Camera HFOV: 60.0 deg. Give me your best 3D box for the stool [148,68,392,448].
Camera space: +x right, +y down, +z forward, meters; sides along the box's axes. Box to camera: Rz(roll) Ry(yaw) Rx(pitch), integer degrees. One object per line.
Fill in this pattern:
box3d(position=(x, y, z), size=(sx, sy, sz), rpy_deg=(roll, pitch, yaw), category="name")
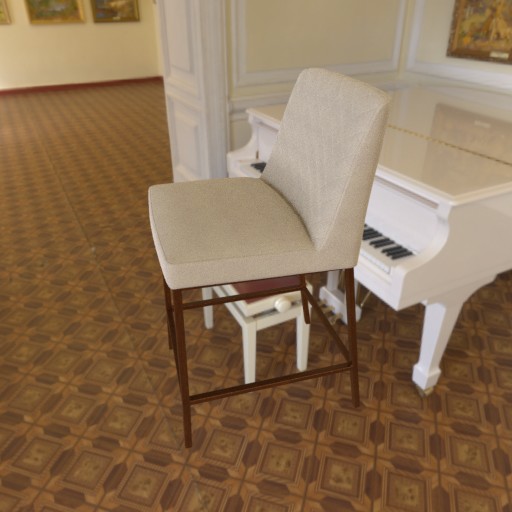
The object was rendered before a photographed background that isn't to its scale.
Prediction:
box3d(position=(0.000, 0.000, 1.310), size=(0.576, 0.973, 0.507), rpy_deg=(-8, 32, -13), category="stool")
